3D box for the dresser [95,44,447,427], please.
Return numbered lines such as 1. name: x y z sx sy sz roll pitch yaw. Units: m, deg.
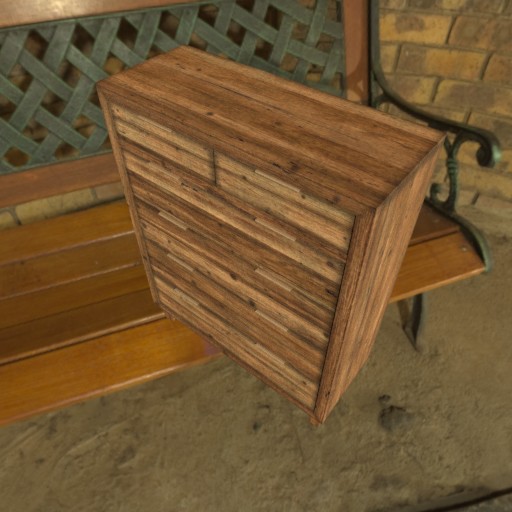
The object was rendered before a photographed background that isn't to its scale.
1. dresser: 0.000 0.000 1.883 1.067 1.359 0.438 30 53 26
